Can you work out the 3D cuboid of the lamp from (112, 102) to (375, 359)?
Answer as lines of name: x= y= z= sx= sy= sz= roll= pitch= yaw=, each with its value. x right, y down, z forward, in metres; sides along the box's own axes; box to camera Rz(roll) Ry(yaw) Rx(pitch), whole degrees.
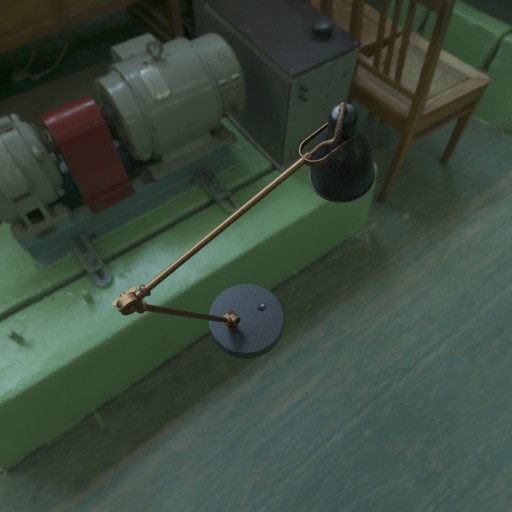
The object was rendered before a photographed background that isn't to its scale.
lamp: x=0.000 y=0.000 z=0.888 sx=0.561 sy=0.587 sz=0.187 roll=-34 pitch=64 yaw=-19
